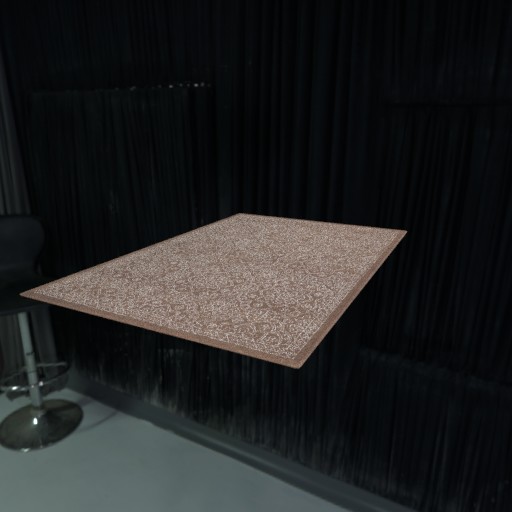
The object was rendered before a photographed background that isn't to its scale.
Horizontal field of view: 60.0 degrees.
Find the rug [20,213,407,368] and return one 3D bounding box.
[{"bbox_3d":[0.000,0.000,2.882,1.524,0.011,2.286,9,19,26],"label":"rug"}]
